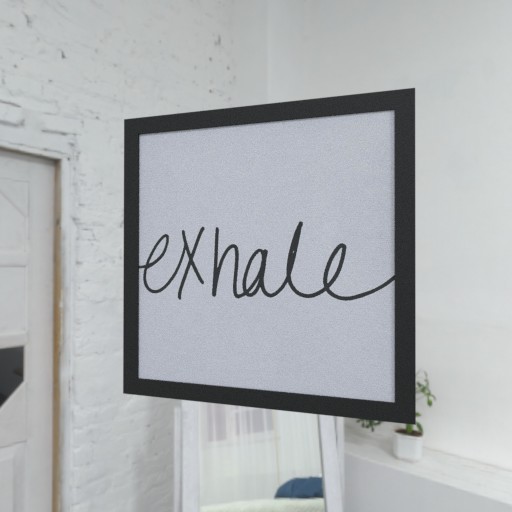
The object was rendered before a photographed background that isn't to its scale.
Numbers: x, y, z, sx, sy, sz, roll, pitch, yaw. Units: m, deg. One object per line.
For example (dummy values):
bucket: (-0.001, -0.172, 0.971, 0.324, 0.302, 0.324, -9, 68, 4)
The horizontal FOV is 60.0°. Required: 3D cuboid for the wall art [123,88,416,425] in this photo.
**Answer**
wall art: (0.000, 0.000, 0.528, 0.358, 0.357, 0.012, 0, 0, 18)
